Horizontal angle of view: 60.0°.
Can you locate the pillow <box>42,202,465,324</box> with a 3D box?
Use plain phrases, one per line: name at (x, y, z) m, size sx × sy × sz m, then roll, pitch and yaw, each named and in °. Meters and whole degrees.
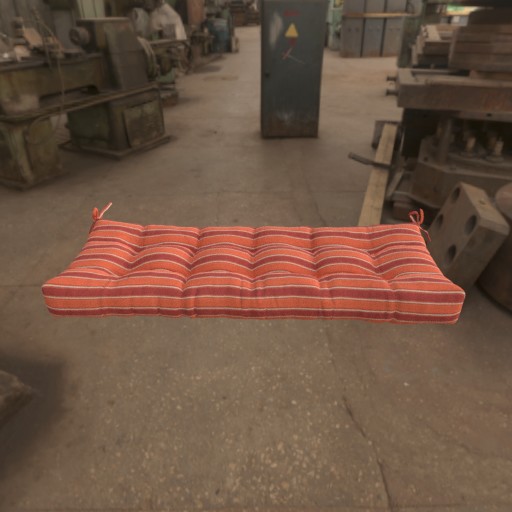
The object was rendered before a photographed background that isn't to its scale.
pillow at (0.000, 0.000, 1.384) m, size 1.194 × 0.174 × 0.511 m, roll 1°, pitch 31°, yaw 1°
